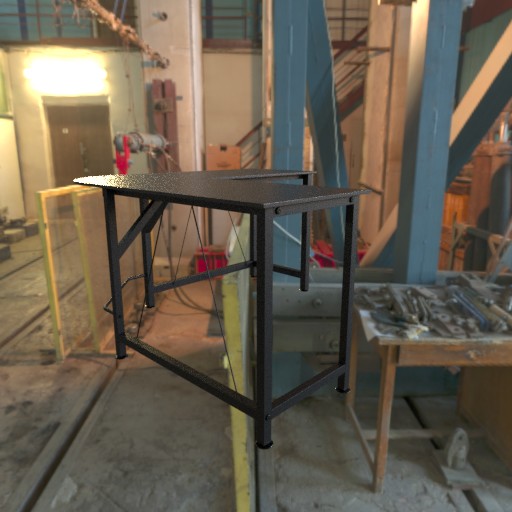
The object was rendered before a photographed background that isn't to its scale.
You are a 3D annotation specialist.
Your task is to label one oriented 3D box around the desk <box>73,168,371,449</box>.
[{"bbox_3d":[0.000,0.000,2.196,1.400,0.762,1.400,13,19,42],"label":"desk"}]
